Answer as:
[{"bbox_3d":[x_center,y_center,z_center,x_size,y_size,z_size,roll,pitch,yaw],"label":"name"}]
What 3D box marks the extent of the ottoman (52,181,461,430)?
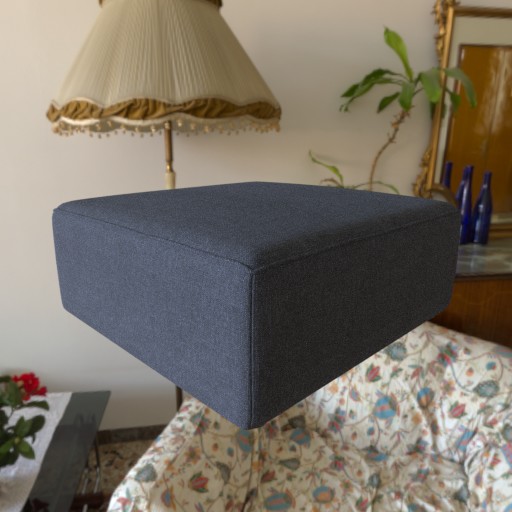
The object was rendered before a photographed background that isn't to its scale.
[{"bbox_3d":[0.000,0.000,1.520,1.000,0.439,1.000,-15,21,-42],"label":"ottoman"}]
